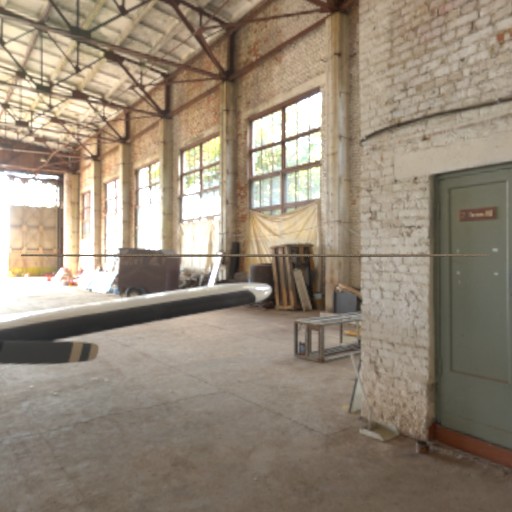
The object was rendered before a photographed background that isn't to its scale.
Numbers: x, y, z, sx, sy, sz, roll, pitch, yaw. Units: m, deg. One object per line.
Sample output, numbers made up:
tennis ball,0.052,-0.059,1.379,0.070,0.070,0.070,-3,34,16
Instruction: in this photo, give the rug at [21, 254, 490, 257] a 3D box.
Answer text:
rug,0.000,0.000,3.472,2.584,0.011,2.073,0,0,1
